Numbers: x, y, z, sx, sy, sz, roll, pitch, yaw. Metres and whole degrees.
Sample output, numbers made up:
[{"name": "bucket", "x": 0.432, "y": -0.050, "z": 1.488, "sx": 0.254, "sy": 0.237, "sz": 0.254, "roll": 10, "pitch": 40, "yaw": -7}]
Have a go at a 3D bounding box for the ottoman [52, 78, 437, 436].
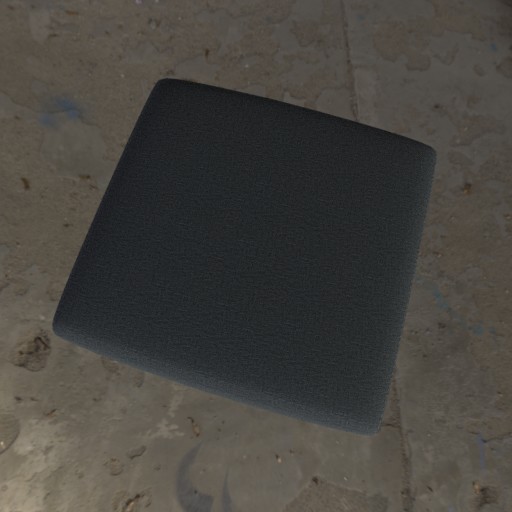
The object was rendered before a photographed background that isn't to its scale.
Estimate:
[{"name": "ottoman", "x": 0.000, "y": 0.000, "z": 1.053, "sx": 0.650, "sy": 0.398, "sz": 0.649, "roll": 16, "pitch": 74, "yaw": 5}]
